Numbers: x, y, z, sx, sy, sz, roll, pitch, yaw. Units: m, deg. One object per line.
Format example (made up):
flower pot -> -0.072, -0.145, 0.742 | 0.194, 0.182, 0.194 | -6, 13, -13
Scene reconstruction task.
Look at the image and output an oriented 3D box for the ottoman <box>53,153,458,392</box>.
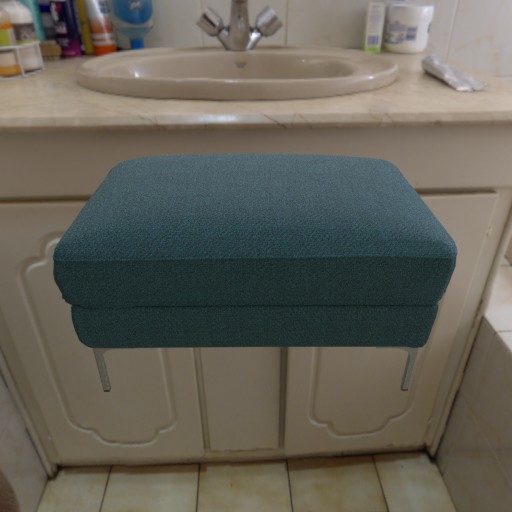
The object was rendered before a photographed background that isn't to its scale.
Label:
ottoman -> 0.000, 0.000, 1.208 | 0.856, 0.498, 0.563 | 0, 32, 0
